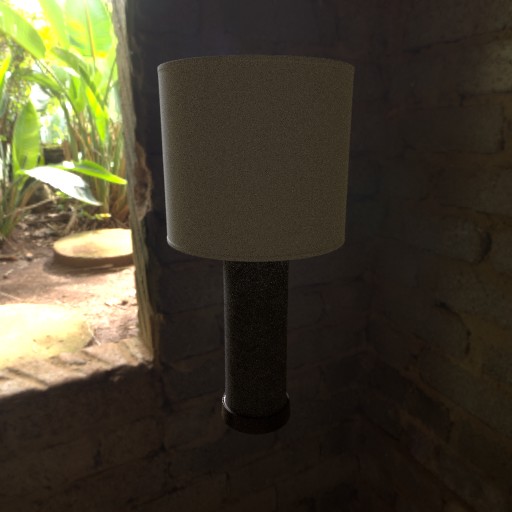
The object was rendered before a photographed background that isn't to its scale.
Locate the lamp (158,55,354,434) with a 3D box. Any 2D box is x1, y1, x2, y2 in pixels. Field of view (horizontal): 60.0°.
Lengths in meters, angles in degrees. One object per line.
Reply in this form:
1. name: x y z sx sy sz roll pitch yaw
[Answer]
1. lamp: 0.000 0.000 0.774 0.301 0.630 0.301 8 18 25
